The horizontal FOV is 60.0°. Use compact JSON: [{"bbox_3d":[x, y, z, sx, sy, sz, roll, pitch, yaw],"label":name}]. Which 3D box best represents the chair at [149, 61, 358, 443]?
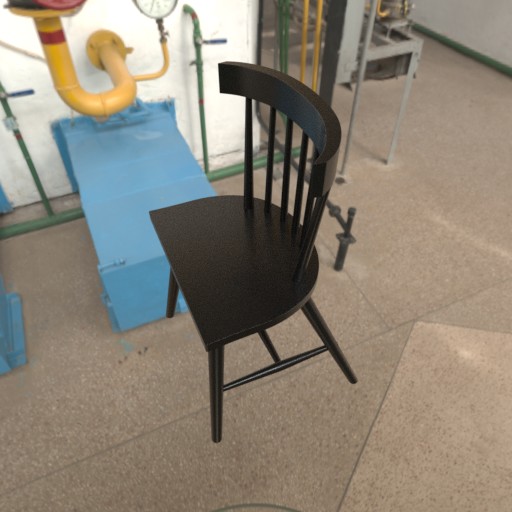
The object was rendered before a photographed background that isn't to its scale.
[{"bbox_3d":[0.000,0.000,1.177,0.483,0.844,0.506,-17,48,-17],"label":"chair"}]
